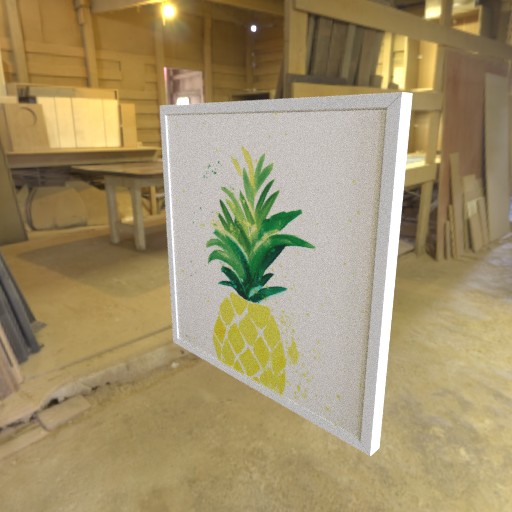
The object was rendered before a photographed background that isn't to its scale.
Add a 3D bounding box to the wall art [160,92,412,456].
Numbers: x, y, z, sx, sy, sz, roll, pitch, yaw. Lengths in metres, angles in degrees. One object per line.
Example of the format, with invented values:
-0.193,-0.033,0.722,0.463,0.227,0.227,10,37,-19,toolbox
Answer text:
0.000,0.000,1.152,0.038,0.761,0.763,-16,22,-42,wall art
